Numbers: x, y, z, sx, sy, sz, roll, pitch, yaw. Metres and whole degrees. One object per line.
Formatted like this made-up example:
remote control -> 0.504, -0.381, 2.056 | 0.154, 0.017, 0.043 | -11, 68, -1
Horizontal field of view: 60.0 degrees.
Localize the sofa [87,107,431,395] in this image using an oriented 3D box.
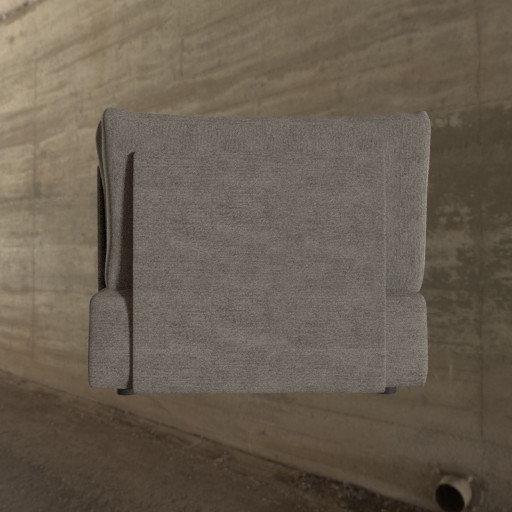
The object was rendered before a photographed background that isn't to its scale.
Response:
sofa -> 0.000, 0.000, 1.714 | 1.000, 0.820, 1.000 | 0, -1, -1
